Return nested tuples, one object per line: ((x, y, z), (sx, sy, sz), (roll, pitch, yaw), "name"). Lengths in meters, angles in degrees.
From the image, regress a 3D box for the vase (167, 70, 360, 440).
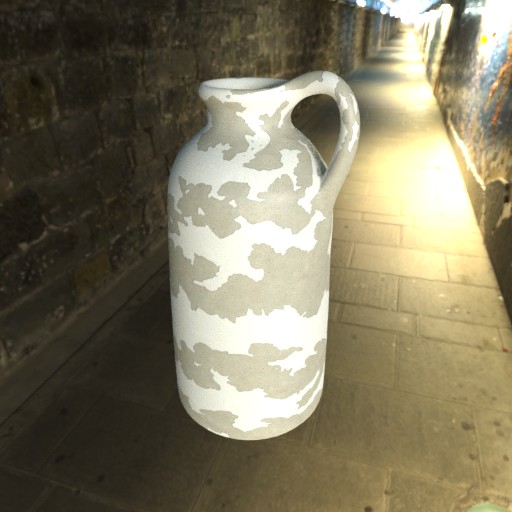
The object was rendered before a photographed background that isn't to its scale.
((0.000, 0.000, 0.484), (0.203, 0.382, 0.186), (17, 33, 28), "vase")
